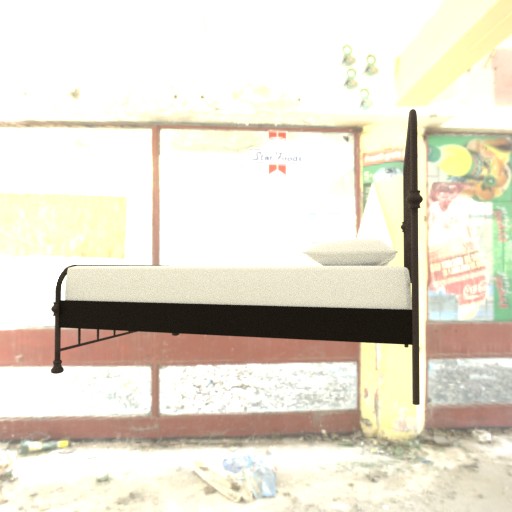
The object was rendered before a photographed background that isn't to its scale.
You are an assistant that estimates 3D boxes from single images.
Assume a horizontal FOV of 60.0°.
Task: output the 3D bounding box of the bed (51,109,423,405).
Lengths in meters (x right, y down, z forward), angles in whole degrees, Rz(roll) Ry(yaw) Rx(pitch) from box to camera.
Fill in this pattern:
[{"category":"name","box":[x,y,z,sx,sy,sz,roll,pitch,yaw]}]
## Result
[{"category":"bed","box":[0.000,0.000,3.147,2.134,1.446,1.616,0,-1,17]}]
